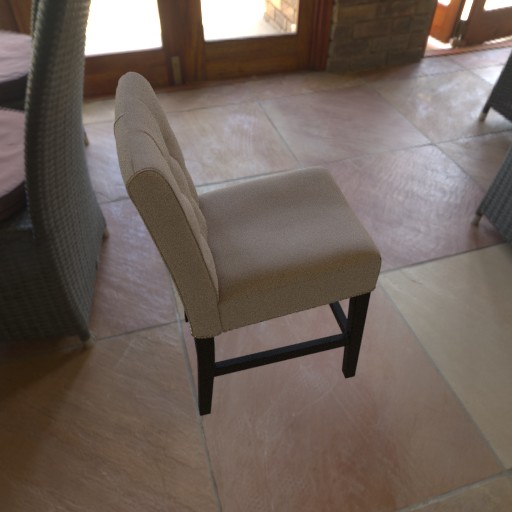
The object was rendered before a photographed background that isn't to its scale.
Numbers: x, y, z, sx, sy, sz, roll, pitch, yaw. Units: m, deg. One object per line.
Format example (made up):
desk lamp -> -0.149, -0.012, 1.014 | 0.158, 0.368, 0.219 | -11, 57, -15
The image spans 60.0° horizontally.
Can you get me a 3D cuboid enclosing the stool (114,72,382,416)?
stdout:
stool -> 0.000, 0.000, 1.197 | 0.571, 0.885, 0.427 | -10, 46, -10
